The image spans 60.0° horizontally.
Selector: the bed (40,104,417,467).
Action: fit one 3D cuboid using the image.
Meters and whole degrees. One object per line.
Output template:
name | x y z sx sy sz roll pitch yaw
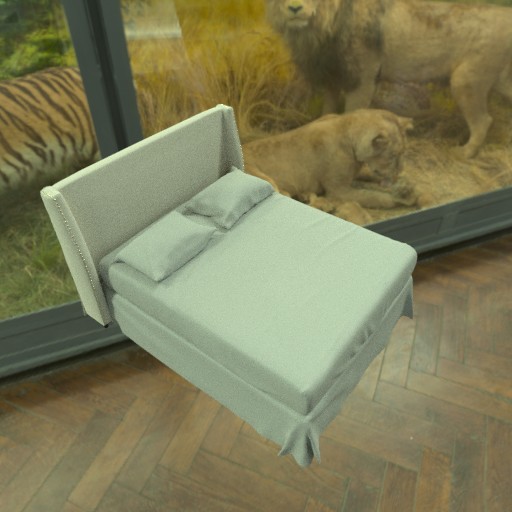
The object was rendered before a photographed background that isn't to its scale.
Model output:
bed | 0.000 0.000 3.475 2.276 1.332 1.925 26 47 27
